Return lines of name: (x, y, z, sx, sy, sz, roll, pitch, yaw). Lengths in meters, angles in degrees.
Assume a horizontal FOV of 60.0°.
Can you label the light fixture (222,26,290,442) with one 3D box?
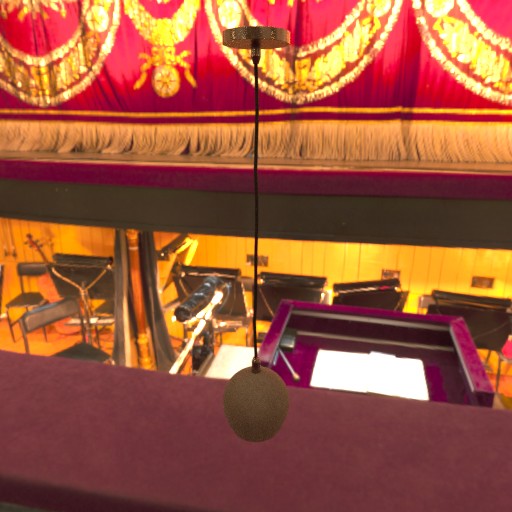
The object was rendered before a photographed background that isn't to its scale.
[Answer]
light fixture: (0.000, 0.000, 0.837, 0.139, 0.764, 0.139, 3, 17, 11)
